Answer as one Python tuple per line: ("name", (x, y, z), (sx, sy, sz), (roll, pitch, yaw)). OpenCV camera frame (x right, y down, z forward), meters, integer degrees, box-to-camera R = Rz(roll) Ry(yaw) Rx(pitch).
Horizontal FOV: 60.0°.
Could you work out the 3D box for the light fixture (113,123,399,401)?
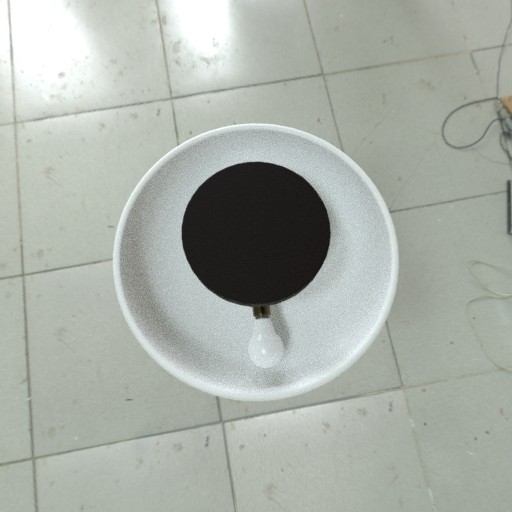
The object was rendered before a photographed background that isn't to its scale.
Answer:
("light fixture", (0.000, 0.000, 0.534), (0.331, 0.212, 0.331), (0, 76, 0))
